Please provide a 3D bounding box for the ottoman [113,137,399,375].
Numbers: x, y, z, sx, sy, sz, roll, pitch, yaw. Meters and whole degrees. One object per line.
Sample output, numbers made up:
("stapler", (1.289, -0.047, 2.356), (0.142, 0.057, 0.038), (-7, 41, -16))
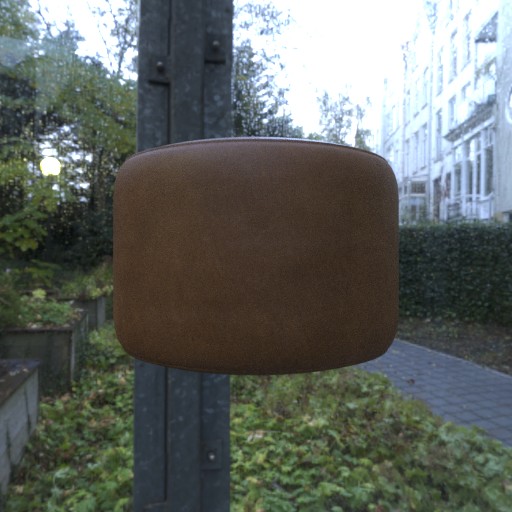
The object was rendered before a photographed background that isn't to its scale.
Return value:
("ottoman", (0.000, 0.000, 0.990), (0.607, 0.438, 0.607), (0, 0, 0))
